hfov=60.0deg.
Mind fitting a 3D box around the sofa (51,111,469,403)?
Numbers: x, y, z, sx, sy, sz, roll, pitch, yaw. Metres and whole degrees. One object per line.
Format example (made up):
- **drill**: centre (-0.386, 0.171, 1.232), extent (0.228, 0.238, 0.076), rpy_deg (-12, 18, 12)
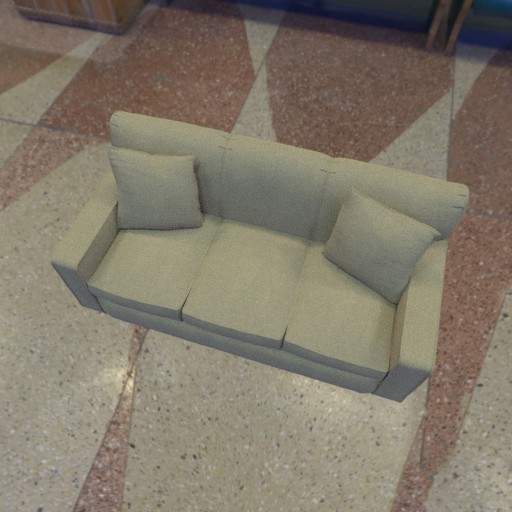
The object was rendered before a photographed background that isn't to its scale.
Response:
- **sofa**: centre (0.000, 0.000, 2.550), extent (2.024, 0.958, 0.997), rpy_deg (15, 59, 9)
